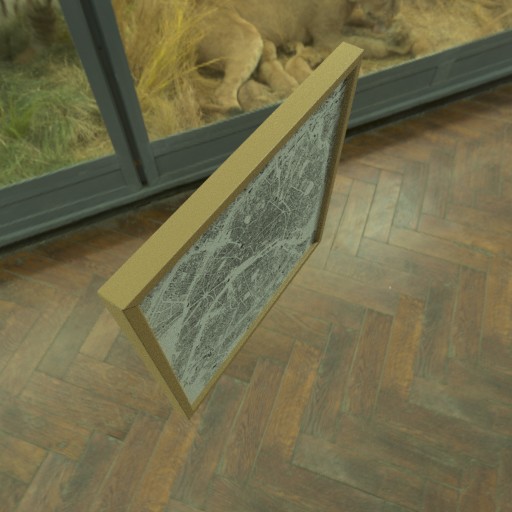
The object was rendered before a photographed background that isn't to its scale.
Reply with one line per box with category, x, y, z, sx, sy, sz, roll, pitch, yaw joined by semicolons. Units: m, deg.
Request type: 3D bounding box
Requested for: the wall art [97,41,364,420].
wall art;0.000;0.000;0.762;0.036;0.509;0.509;30;63;17
